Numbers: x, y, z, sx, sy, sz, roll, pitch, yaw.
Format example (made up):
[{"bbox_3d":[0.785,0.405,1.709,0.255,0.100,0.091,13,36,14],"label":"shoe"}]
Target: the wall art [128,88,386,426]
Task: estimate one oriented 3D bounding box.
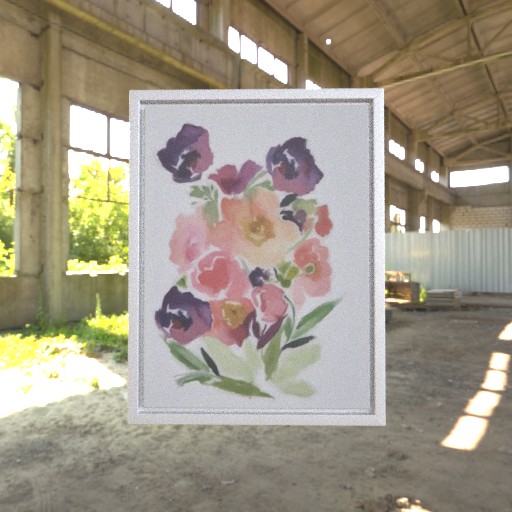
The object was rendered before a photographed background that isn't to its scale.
[{"bbox_3d":[0.000,0.000,1.411,0.805,1.056,0.042,0,-1,1],"label":"wall art"}]
